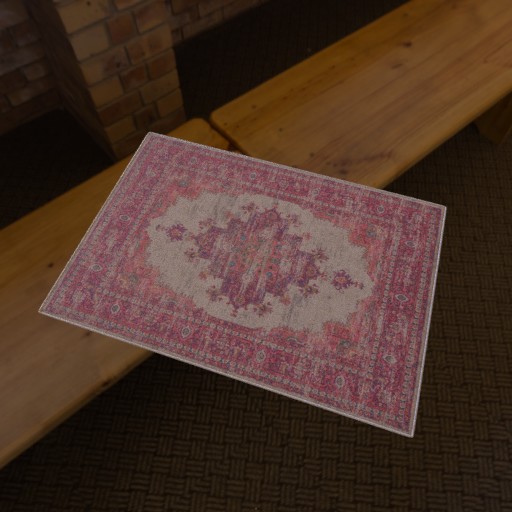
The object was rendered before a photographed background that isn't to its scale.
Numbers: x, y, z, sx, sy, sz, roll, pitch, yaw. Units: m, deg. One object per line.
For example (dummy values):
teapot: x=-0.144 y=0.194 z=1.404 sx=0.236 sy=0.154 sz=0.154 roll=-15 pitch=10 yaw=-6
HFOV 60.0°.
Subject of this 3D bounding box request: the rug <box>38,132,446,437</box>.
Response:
rug: x=0.000 y=0.000 z=3.656 sx=2.878 sy=0.014 sz=2.005 roll=16 pitch=62 yaw=9
